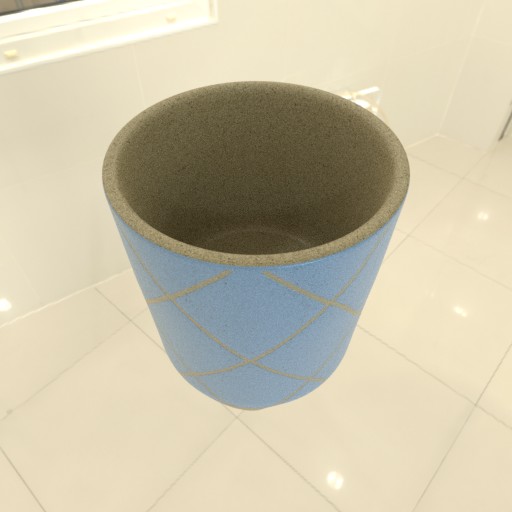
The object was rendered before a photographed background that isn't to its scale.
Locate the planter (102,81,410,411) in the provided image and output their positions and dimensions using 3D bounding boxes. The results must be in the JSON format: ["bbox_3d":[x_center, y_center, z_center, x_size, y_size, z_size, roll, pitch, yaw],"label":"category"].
[{"bbox_3d":[0.000,0.000,0.421,0.227,0.235,0.227,0,48,0],"label":"planter"}]
